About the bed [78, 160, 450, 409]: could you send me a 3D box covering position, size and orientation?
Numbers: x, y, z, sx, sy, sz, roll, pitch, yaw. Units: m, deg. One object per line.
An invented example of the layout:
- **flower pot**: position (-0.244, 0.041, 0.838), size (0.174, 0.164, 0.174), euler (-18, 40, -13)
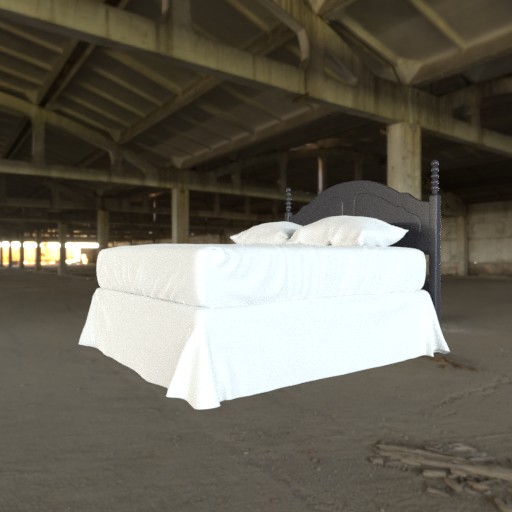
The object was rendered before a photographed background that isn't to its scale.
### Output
- **bed**: position (0.000, 0.000, 3.190), size (2.040, 1.356, 1.873), euler (0, 0, -36)
